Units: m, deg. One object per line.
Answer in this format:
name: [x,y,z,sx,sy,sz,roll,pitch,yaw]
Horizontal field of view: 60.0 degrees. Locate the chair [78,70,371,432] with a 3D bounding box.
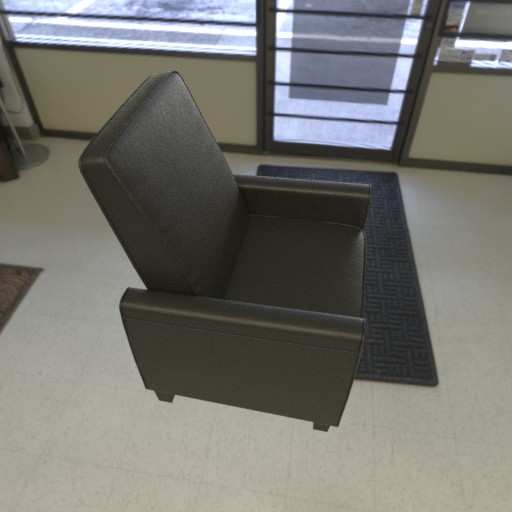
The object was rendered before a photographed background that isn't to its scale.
chair: [0.000,0.000,1.480,0.746,1.013,0.705,8,46,8]
